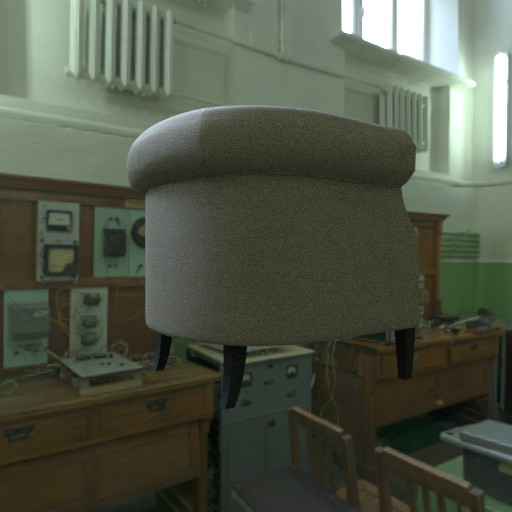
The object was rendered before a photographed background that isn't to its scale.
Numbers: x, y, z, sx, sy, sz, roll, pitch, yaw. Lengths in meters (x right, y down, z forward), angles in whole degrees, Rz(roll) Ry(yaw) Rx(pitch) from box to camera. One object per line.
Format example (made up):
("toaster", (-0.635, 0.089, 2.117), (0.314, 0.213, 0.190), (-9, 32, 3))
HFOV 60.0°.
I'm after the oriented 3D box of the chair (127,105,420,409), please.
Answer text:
("chair", (0.000, 0.000, 1.565), (0.852, 0.827, 0.905), (0, 0, -35))
